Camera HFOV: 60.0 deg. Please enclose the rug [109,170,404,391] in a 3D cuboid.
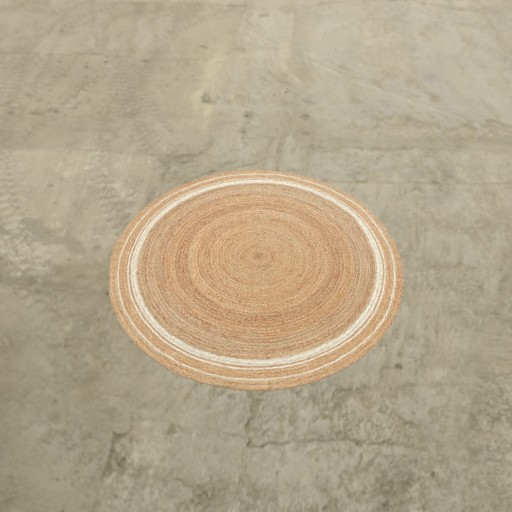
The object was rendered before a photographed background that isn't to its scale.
[{"bbox_3d":[0.000,0.000,3.765,2.444,0.015,2.444,0,47,0],"label":"rug"}]
